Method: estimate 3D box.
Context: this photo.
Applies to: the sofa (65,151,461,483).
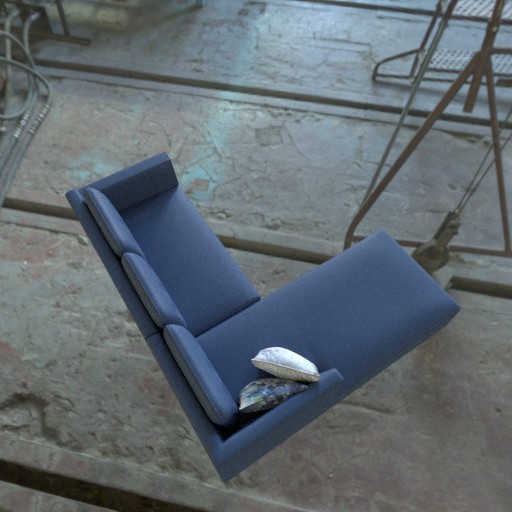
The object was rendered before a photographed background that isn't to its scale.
[{"bbox_3d":[0.000,0.000,3.064,1.829,0.787,2.120,-29,62,-17],"label":"sofa"}]
